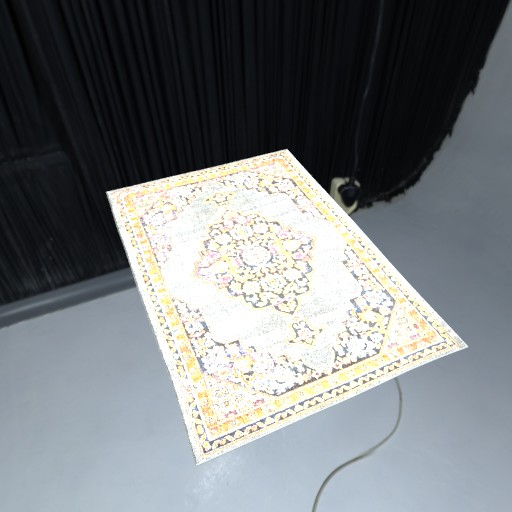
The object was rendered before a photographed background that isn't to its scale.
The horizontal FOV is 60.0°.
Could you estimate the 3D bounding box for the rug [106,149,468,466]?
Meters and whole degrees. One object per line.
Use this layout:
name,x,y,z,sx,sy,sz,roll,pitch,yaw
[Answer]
rug,0.000,0.000,3.813,2.043,0.026,2.901,-17,47,-17
